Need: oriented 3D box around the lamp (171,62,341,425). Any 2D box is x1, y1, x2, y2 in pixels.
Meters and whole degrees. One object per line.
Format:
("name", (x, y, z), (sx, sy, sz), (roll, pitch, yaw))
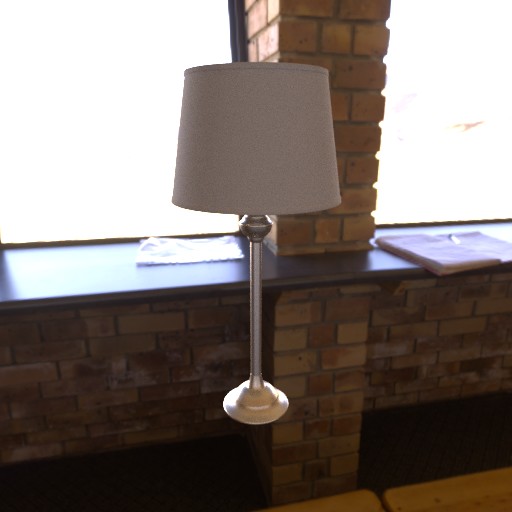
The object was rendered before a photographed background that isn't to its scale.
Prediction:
("lamp", (0.000, 0.000, 0.906), (0.331, 0.698, 0.331), (0, 16, 0))
